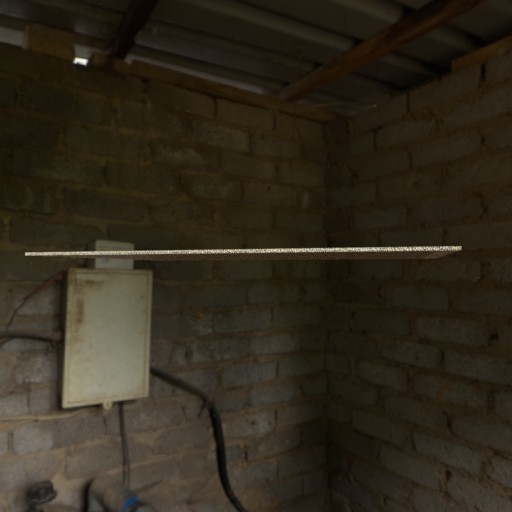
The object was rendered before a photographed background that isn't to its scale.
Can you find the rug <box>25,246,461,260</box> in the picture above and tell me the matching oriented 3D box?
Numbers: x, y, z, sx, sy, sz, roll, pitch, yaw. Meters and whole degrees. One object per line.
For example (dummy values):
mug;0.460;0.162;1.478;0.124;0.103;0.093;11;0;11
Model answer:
rug;0.000;0.000;2.910;2.297;0.018;1.532;-1;-2;18
